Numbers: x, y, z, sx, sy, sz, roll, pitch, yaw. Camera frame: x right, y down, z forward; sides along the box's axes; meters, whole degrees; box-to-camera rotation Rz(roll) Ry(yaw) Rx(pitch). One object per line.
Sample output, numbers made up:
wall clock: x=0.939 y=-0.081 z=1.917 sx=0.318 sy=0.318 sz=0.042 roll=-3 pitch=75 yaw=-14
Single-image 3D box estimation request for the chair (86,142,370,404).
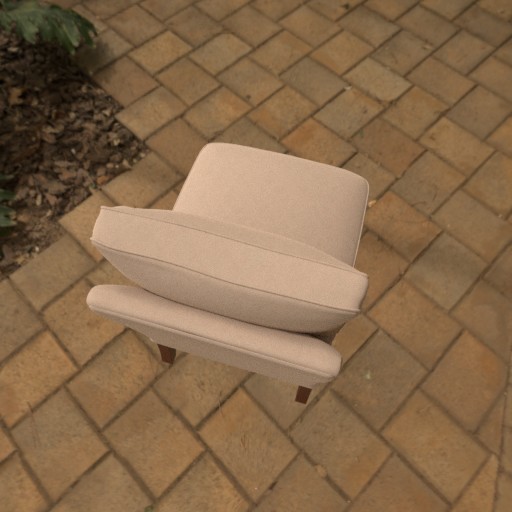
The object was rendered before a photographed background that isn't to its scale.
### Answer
chair: x=0.000 y=0.000 z=1.654 sx=0.724 sy=1.052 sz=0.912 roll=15 pitch=63 yaw=7
